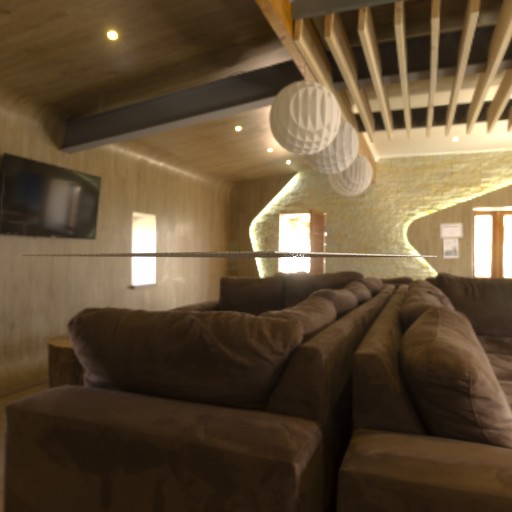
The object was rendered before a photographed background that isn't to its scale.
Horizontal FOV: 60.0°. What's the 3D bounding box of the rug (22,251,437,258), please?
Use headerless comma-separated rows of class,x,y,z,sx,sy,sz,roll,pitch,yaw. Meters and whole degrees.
rug,0.000,0.000,4.094,2.451,0.011,3.072,0,-1,36
